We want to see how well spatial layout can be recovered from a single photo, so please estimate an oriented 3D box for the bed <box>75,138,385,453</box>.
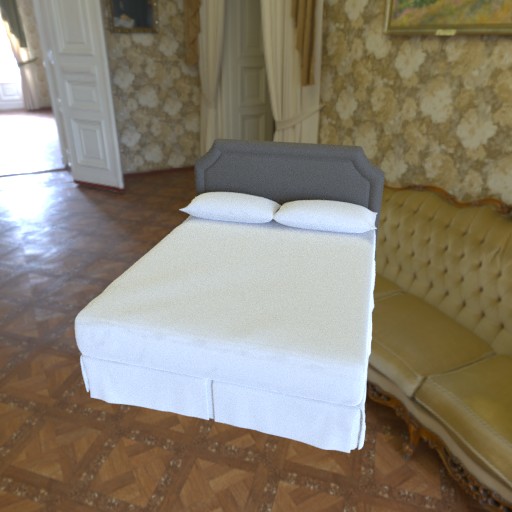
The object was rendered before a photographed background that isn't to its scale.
[{"bbox_3d":[0.000,0.000,3.982,2.194,1.561,2.536,7,26,14],"label":"bed"}]
